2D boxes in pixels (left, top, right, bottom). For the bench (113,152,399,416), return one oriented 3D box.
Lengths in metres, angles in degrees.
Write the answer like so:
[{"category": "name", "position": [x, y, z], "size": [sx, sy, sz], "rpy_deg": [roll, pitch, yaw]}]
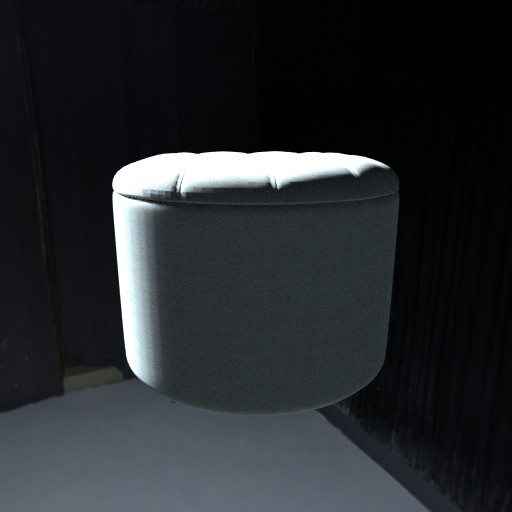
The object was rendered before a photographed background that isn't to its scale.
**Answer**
[{"category": "bench", "position": [0.000, 0.000, 1.008], "size": [0.600, 0.453, 0.600], "rpy_deg": [0, 15, 0]}]
